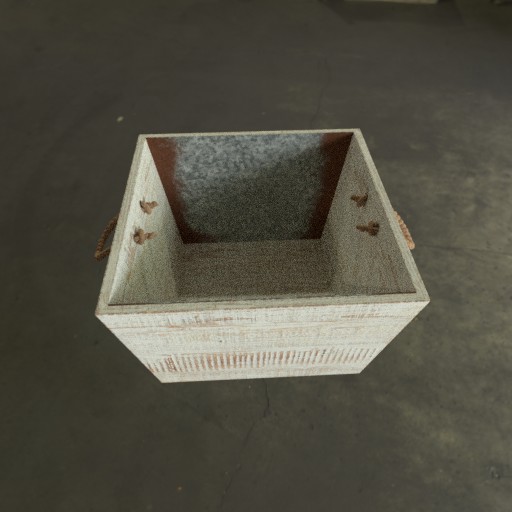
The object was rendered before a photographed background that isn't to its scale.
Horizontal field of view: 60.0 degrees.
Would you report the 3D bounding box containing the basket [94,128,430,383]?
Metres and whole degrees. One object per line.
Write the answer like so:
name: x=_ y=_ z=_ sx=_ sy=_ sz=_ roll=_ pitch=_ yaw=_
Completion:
basket: x=0.000 y=0.000 z=0.775 sx=0.545 sy=0.247 sz=0.413 roll=-2 pitch=46 yaw=-2
